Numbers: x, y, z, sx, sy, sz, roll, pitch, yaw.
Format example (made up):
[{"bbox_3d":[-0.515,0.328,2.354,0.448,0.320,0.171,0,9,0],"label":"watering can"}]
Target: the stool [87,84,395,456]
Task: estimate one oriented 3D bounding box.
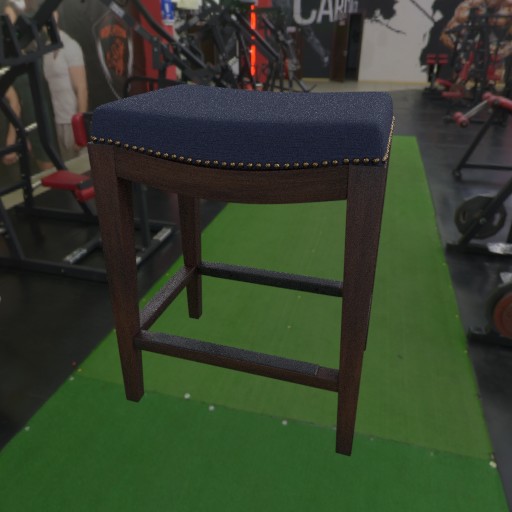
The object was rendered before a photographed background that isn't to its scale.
[{"bbox_3d":[0.000,0.000,0.940,0.500,0.642,0.361,8,29,15],"label":"stool"}]
